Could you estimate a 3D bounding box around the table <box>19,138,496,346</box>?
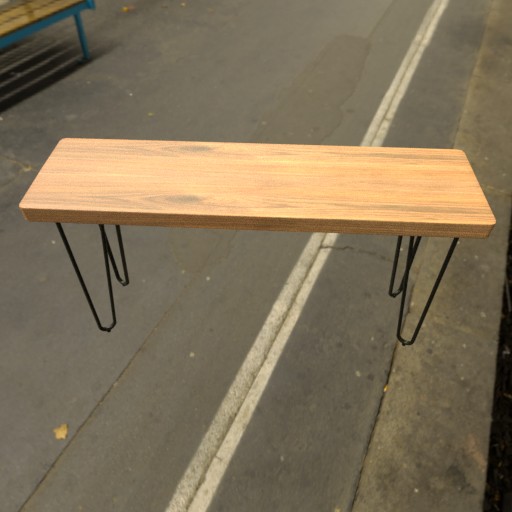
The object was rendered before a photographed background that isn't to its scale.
[{"bbox_3d":[0.000,0.000,1.888,1.570,0.834,0.425,2,47,2],"label":"table"}]
